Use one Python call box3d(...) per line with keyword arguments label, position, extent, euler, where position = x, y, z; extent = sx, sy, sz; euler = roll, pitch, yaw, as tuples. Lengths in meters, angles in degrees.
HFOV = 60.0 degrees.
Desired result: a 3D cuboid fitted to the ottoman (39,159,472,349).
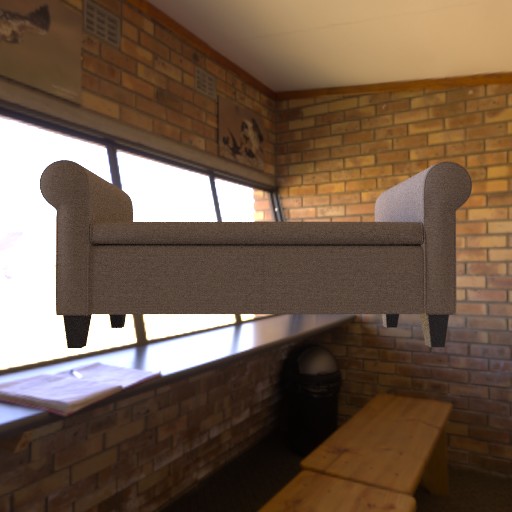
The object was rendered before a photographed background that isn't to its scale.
box3d(label="ottoman", position=(0.000, 0.000, 1.529), extent=(1.256, 0.547, 0.521), euler=(0, -1, -1))
